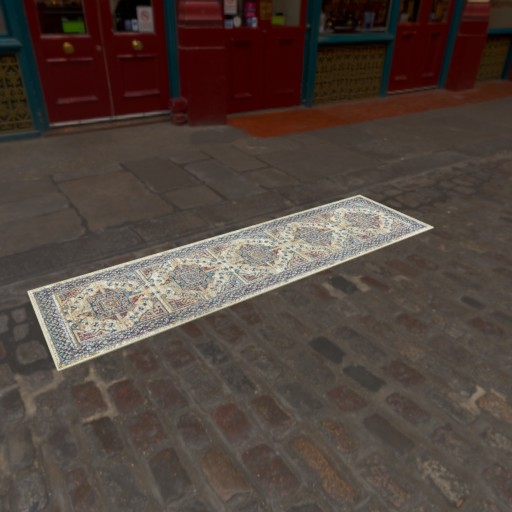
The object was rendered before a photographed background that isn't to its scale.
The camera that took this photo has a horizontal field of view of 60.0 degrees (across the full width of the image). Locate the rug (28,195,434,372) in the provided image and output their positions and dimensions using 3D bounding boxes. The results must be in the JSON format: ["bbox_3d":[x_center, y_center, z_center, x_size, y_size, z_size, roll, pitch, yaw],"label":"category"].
[{"bbox_3d":[0.000,0.000,2.523,2.297,0.013,0.661,-18,35,-29],"label":"rug"}]
